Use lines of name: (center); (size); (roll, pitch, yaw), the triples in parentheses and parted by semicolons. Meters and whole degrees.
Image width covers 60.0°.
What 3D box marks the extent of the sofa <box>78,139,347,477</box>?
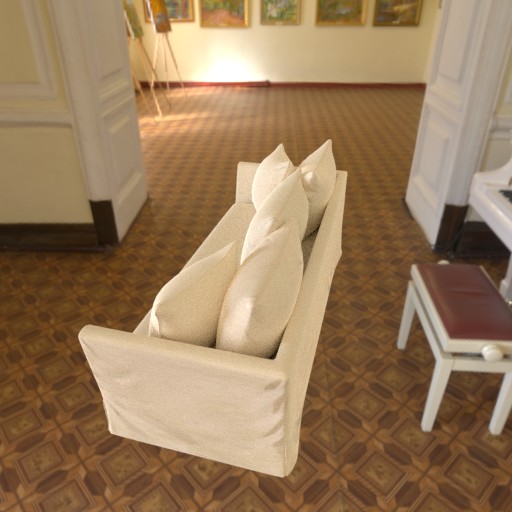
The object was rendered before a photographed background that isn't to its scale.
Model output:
sofa: (0.000, 0.000, 3.018); (1.030, 1.042, 2.484); (8, 32, 13)
